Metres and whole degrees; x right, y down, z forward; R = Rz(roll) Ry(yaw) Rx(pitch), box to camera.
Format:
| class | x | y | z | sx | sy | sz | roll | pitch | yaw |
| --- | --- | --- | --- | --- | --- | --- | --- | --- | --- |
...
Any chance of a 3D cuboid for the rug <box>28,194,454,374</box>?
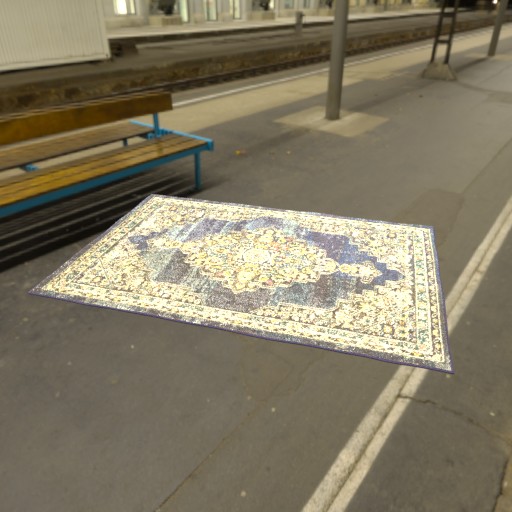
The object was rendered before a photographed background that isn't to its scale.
| class | x | y | z | sx | sy | sz | roll | pitch | yaw |
| --- | --- | --- | --- | --- | --- | --- | --- | --- | --- |
| rug | 0.000 | 0.000 | 2.245 | 1.781 | 0.012 | 1.184 | 8 | 32 | 14 |
